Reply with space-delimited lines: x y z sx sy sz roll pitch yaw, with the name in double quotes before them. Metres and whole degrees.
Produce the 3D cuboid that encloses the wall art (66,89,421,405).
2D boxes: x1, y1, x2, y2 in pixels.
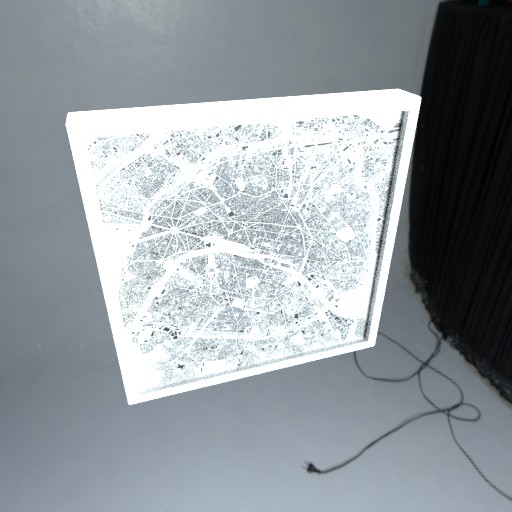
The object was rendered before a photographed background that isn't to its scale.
"wall art" 0.000 0.000 0.458 0.305 0.305 0.038 -10 33 -15
